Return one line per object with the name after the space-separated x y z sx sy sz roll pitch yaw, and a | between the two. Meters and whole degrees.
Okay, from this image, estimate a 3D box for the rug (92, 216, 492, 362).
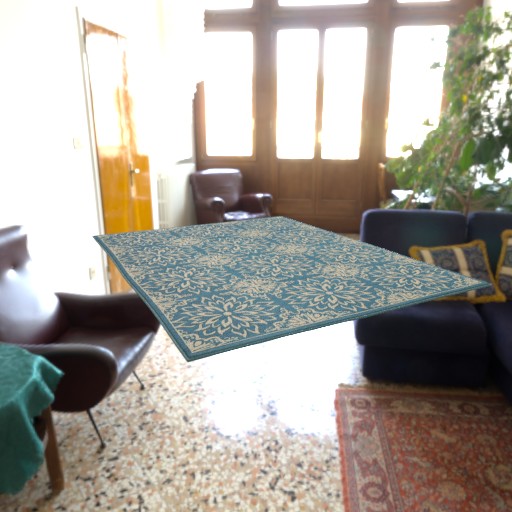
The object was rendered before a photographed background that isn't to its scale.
0.000 0.000 3.968 2.350 0.018 2.964 -8 18 -27 | rug
